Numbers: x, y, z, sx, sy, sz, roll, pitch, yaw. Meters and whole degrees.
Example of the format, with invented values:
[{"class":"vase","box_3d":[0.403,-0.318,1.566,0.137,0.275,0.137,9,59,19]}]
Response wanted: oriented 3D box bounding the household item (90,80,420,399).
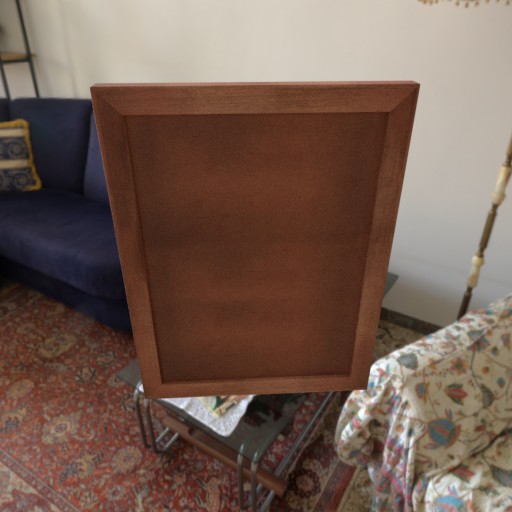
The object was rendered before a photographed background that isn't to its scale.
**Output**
[{"class":"household item","box_3d":[0.000,0.000,0.544,0.310,0.407,0.067,-2,30,-3]}]
